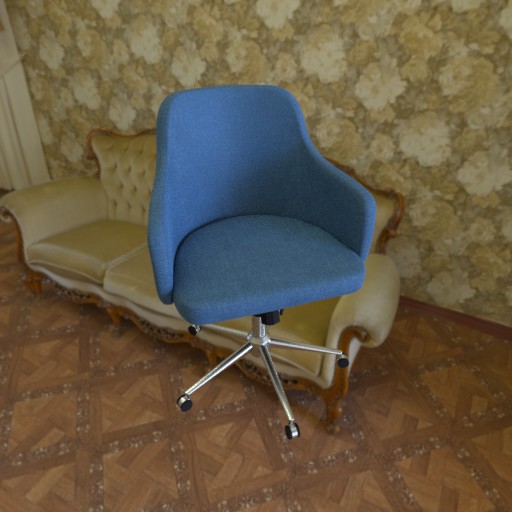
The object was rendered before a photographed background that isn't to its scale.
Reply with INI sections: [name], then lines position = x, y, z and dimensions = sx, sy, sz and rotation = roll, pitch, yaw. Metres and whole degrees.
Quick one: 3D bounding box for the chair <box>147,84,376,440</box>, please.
[chair]
position = 0.000, 0.000, 1.271
dimensions = 0.599, 0.820, 0.655
rotation = -10, 33, -16
